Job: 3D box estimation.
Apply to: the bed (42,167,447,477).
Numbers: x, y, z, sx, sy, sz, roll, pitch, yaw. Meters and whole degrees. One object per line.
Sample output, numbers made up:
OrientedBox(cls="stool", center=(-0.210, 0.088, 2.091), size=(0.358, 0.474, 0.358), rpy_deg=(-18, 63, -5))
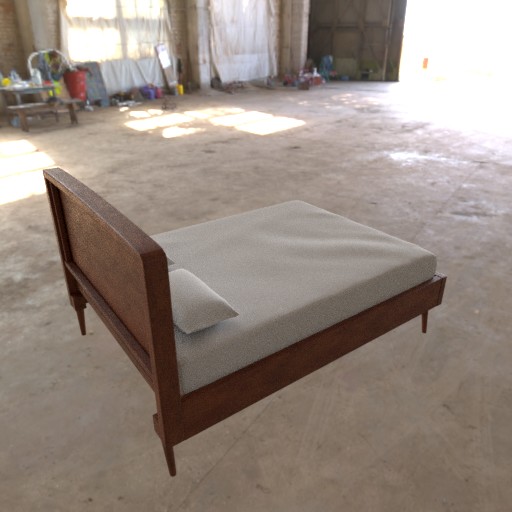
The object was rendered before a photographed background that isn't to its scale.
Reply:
OrientedBox(cls="bed", center=(0.000, 0.000, 3.067), size=(2.196, 1.275, 1.587), rpy_deg=(-18, 31, -32))
